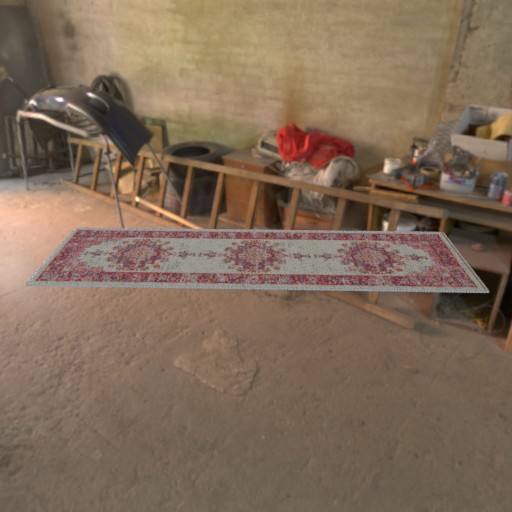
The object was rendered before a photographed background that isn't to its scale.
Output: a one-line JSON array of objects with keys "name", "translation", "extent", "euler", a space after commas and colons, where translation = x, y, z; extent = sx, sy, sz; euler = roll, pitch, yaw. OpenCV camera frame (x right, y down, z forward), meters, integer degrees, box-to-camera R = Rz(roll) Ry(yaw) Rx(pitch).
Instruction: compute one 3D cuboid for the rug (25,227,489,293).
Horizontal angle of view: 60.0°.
[{"name": "rug", "translation": [0.000, 0.000, 2.470], "extent": [2.294, 0.011, 0.666], "euler": [1, 29, 1]}]
